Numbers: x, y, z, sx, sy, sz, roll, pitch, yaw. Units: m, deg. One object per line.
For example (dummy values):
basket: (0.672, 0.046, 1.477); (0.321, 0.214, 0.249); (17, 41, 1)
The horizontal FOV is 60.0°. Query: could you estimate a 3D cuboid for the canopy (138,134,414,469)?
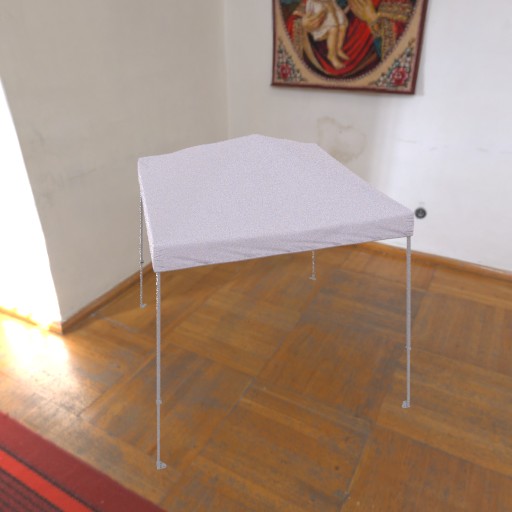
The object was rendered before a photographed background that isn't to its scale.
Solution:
canopy: (0.000, 0.000, 5.200); (2.849, 2.850, 2.850); (-8, 31, -14)
